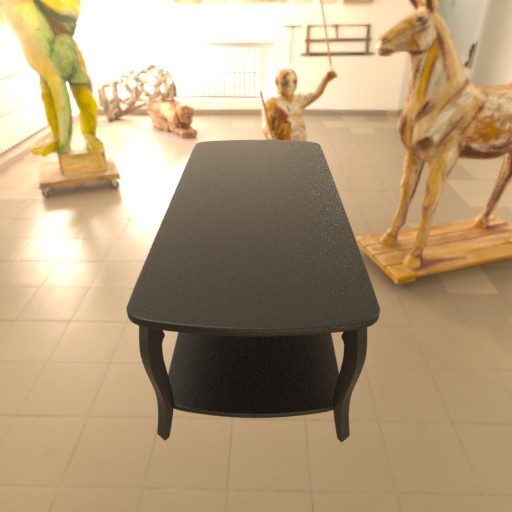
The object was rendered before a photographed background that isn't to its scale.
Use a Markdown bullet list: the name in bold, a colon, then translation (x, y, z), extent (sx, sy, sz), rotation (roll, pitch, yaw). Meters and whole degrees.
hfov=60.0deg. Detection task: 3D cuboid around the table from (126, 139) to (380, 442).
- **table**: translation (0.000, 0.000, 1.610), extent (0.571, 0.457, 1.333), rotation (0, 31, 1)
